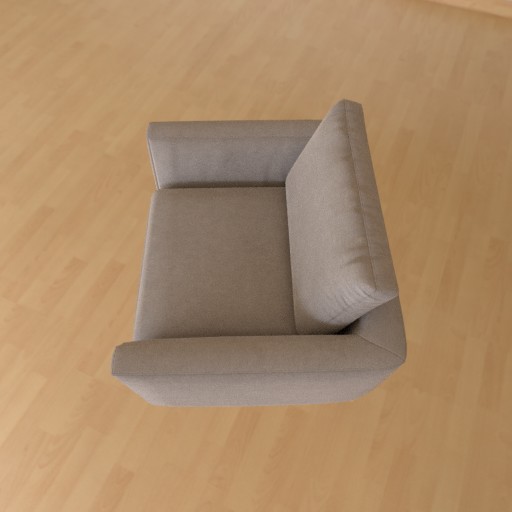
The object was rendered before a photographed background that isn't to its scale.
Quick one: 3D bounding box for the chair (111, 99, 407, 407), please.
[{"bbox_3d":[0.000,0.000,1.679,0.889,0.864,1.041,-1,59,-1],"label":"chair"}]
